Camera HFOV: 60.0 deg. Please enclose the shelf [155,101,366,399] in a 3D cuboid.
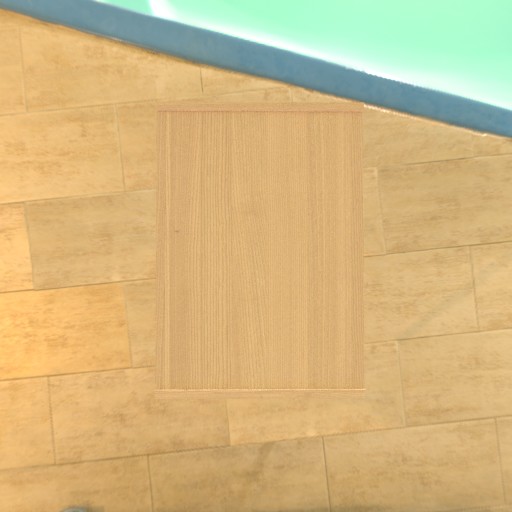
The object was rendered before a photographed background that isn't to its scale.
[{"bbox_3d":[0.000,0.000,1.056,0.292,0.876,0.417,0,89,-1],"label":"shelf"}]
